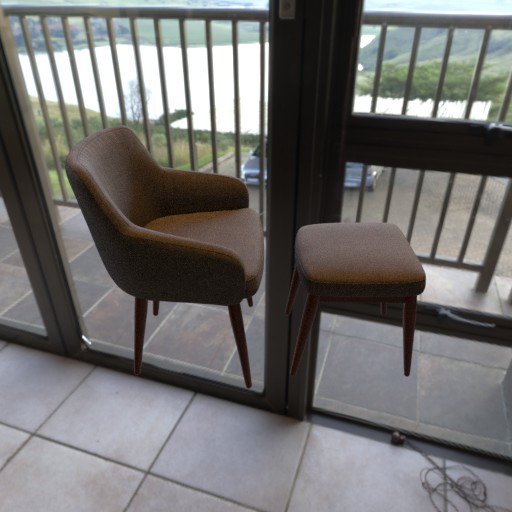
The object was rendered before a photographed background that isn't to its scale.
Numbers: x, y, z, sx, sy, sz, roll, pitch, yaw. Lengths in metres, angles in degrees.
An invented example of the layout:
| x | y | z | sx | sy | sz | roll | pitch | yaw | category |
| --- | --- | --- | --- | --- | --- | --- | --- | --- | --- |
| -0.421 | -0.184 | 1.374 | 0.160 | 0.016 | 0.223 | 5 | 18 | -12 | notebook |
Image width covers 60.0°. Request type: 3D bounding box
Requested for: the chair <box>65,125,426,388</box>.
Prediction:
| x | y | z | sx | sy | sz | roll | pitch | yaw | category |
| --- | --- | --- | --- | --- | --- | --- | --- | --- | --- |
| 0.000 | 0.000 | 1.542 | 1.107 | 0.799 | 0.584 | 0 | 31 | 0 | chair |
